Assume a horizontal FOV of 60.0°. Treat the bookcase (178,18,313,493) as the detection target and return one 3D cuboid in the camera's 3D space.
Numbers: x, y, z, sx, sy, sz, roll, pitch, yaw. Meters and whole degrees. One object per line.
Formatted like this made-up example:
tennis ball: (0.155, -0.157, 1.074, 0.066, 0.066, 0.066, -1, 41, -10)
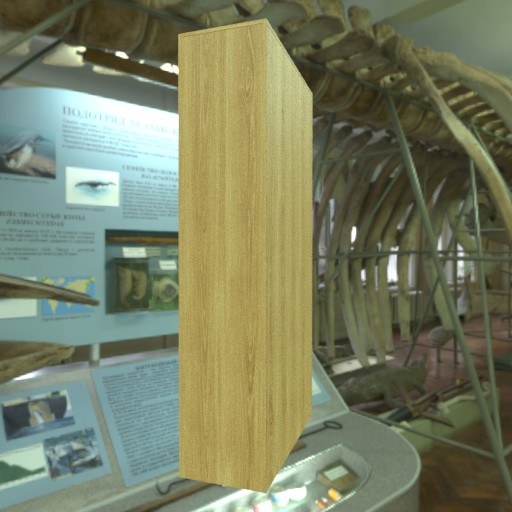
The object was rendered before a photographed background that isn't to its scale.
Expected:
bookcase: (0.000, 0.000, 2.401, 0.420, 2.020, 0.950, 0, 1, 19)
